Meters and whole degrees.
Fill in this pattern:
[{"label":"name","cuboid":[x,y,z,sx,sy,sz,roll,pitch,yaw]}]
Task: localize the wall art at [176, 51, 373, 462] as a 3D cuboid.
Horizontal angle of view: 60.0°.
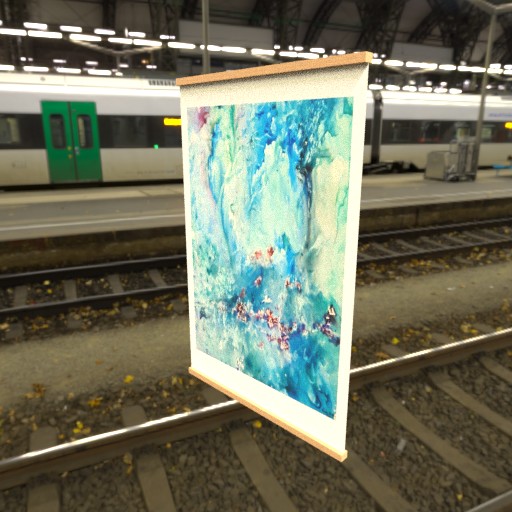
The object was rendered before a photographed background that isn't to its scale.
[{"label":"wall art","cuboid":[0.000,0.000,1.296,0.669,1.020,0.027,14,21,42]}]
